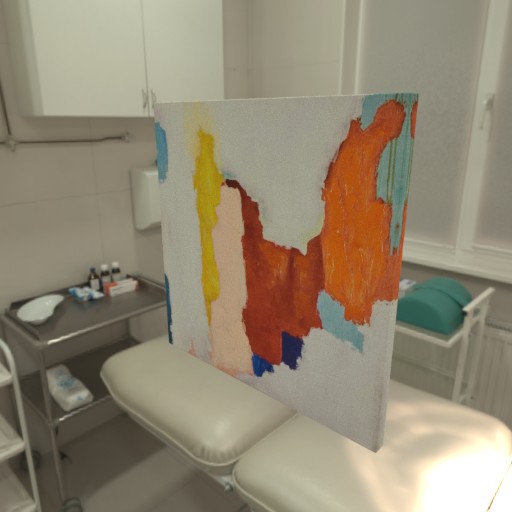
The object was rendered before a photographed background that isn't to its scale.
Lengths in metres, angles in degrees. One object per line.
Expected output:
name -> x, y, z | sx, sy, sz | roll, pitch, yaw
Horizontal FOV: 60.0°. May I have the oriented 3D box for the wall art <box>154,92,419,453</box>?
wall art -> 0.000, 0.000, 1.218 | 0.814, 0.814, 0.037 | 15, 23, 40
